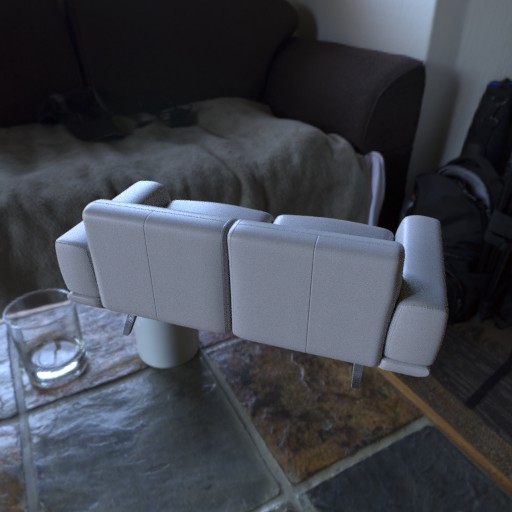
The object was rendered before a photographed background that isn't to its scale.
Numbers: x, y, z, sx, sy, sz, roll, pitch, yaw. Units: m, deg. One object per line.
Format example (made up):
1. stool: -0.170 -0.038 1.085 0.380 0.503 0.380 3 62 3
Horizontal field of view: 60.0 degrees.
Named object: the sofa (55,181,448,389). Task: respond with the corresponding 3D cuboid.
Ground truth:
1. sofa: 0.000 0.000 2.436 1.901 0.772 0.900 9 33 15
